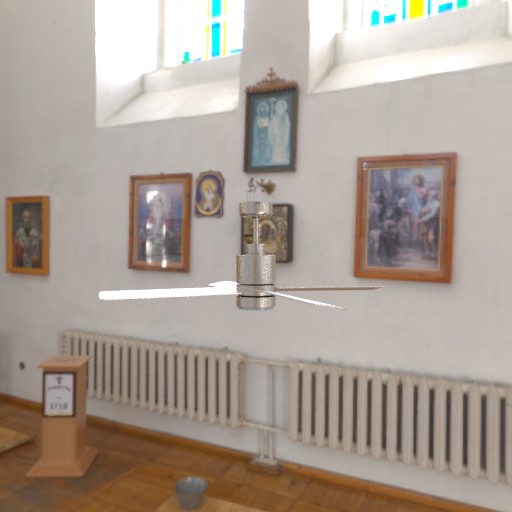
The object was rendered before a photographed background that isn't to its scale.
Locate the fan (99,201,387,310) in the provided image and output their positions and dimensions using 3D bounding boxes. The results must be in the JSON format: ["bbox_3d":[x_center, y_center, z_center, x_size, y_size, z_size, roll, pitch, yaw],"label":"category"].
[{"bbox_3d":[0.000,0.000,2.282,1.525,0.539,1.525,0,0,-20],"label":"fan"}]
